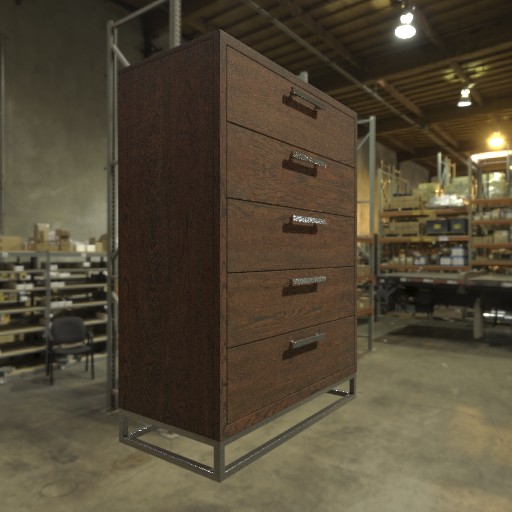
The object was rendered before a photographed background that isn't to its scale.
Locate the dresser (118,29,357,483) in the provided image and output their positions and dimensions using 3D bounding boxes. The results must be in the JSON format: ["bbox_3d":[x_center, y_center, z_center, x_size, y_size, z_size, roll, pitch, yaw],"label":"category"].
[{"bbox_3d":[0.000,0.000,1.810,0.508,1.321,0.965,0,0,37],"label":"dresser"}]
